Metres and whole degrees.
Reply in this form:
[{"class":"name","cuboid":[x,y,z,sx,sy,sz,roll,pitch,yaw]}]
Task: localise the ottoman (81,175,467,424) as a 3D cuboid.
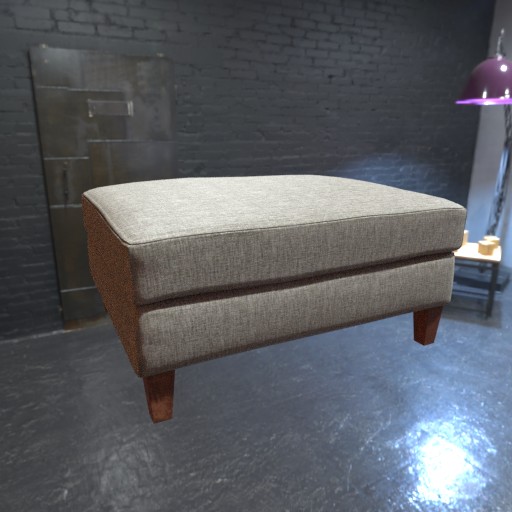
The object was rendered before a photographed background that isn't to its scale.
[{"class":"ottoman","cuboid":[0.000,0.000,1.476,0.994,0.492,0.839,-8,18,-25]}]
